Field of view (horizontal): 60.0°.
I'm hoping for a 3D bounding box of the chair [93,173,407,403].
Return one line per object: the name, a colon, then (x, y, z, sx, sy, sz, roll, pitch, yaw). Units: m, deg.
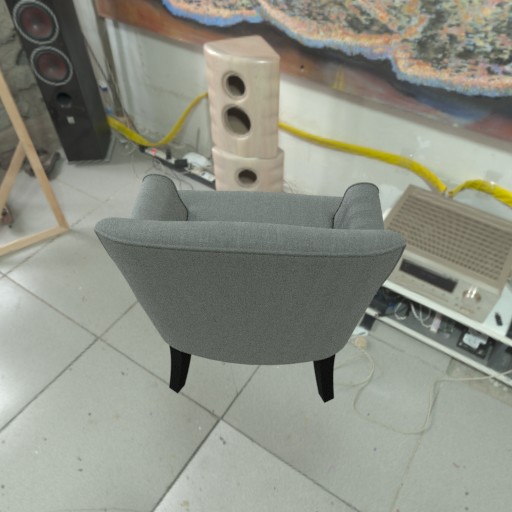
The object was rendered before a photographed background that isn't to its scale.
chair: (0.000, 0.000, 1.453, 0.772, 0.880, 0.755, 3, 47, 3)
